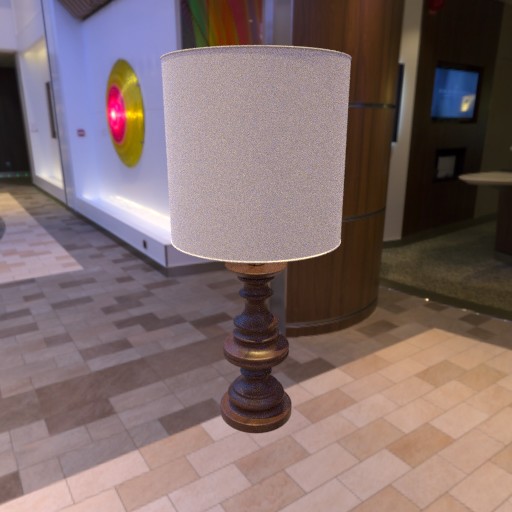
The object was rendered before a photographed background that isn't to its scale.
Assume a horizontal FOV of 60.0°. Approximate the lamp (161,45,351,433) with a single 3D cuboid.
[{"bbox_3d":[0.000,0.000,0.560,0.208,0.455,0.208,3,17,9],"label":"lamp"}]
